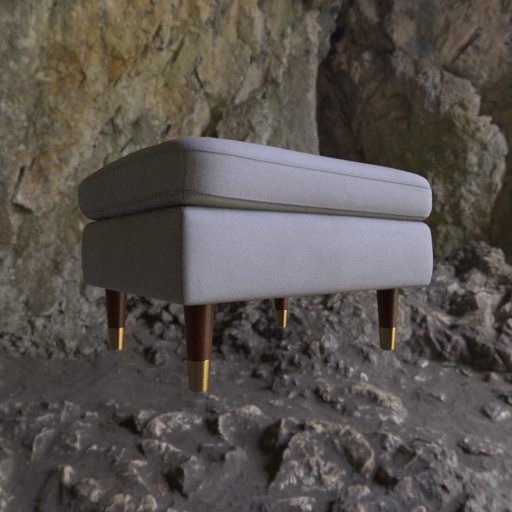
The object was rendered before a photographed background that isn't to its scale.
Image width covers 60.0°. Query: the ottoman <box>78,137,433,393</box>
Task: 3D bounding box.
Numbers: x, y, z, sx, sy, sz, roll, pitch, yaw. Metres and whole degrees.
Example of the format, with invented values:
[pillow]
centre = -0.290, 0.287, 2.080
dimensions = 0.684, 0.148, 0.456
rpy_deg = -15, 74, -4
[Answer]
[ottoman]
centre = 0.000, 0.000, 1.125
dimensions = 0.747, 0.478, 0.593
rpy_deg = 0, 1, -37
